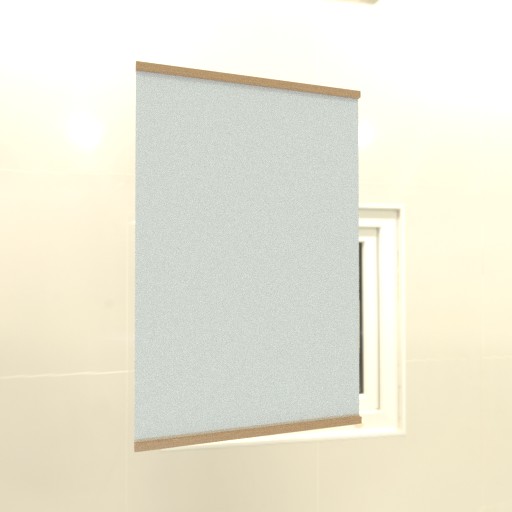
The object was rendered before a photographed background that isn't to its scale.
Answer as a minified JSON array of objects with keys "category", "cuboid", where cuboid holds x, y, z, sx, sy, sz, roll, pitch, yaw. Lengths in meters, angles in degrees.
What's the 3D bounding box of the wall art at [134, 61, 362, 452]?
[{"category":"wall art","cuboid":[0.000,0.000,0.635,0.335,0.510,0.013,0,-1,-18]}]
